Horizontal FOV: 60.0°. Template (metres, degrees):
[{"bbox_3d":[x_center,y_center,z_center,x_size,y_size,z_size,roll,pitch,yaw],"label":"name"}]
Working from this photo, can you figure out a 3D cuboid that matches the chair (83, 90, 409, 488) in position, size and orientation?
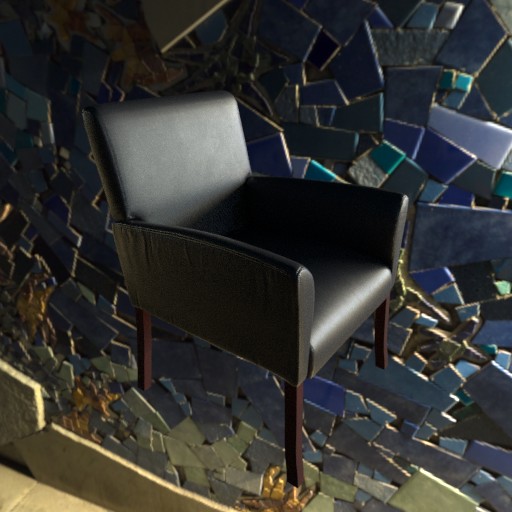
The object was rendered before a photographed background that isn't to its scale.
[{"bbox_3d":[0.000,0.000,1.459,0.772,0.951,0.683,18,31,33],"label":"chair"}]
